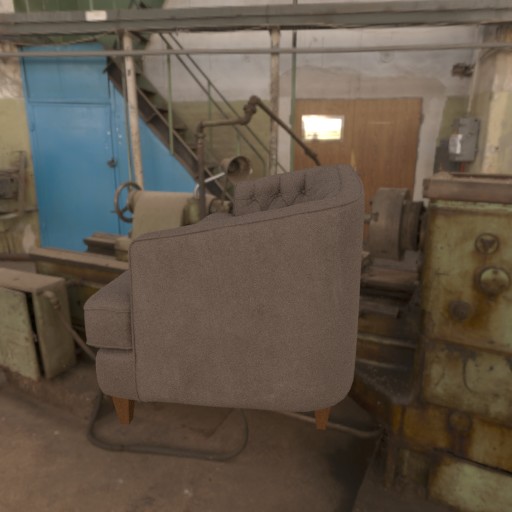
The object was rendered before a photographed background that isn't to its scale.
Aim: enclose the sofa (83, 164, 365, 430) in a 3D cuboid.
[{"bbox_3d":[0.000,0.000,2.208,0.941,0.855,1.733,2,16,9],"label":"sofa"}]
